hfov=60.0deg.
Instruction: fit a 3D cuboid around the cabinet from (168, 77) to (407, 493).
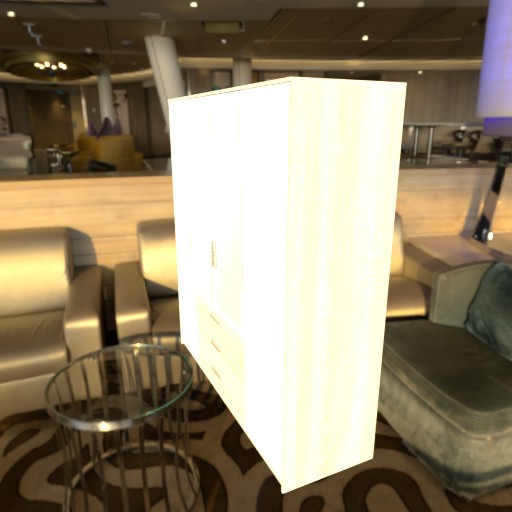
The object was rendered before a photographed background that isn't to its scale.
[{"bbox_3d":[0.000,0.000,2.984,0.620,2.060,1.870,-8,18,-25],"label":"cabinet"}]
